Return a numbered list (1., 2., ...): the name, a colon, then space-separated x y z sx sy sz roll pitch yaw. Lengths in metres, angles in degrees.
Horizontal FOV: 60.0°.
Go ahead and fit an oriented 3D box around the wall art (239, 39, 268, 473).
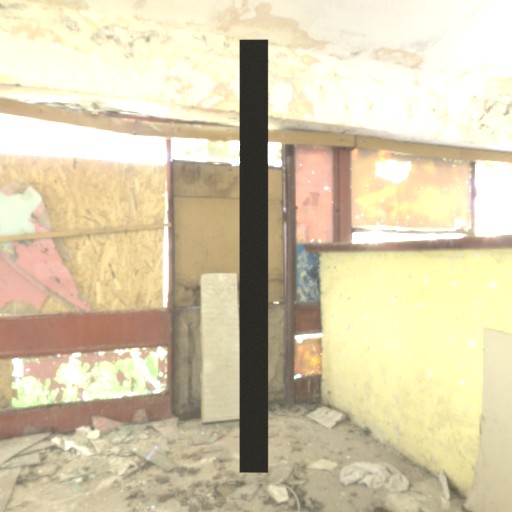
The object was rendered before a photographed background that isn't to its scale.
1. wall art: 0.000 0.000 0.699 0.030 0.458 0.462 0 0 1
